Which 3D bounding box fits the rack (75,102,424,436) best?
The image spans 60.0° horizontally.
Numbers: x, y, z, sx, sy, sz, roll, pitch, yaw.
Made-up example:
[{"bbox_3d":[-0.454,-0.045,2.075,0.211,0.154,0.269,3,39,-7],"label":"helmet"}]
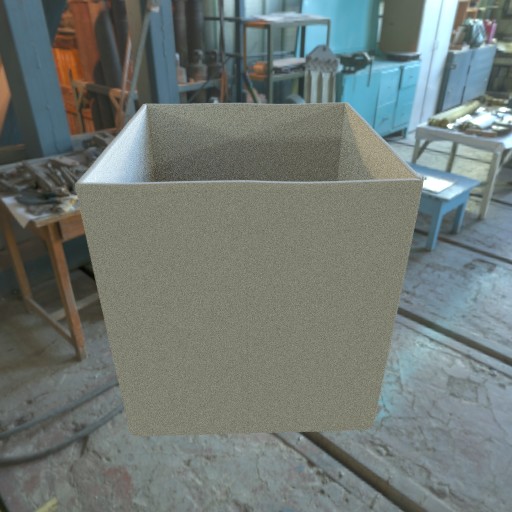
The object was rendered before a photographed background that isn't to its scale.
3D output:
[{"bbox_3d":[0.000,0.000,0.502,0.270,0.280,0.270,-1,31,-2],"label":"rack"}]
